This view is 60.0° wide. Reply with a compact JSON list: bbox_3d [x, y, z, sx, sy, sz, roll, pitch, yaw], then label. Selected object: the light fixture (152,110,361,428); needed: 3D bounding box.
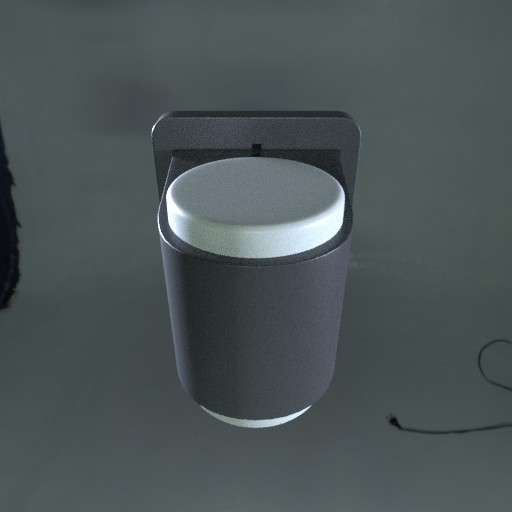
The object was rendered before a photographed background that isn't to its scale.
[{"bbox_3d":[0.000,0.000,0.213,0.109,0.109,0.132,0,32,0],"label":"light fixture"}]
